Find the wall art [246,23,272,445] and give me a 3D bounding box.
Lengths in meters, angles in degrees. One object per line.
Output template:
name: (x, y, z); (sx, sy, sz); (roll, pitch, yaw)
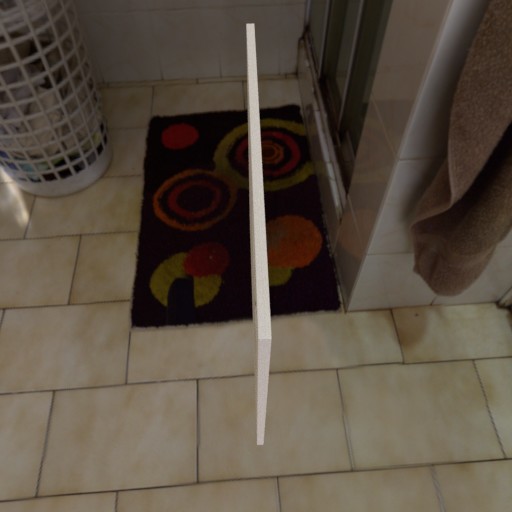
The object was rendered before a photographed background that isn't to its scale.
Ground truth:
wall art: (0.000, 0.000, 0.843); (0.015, 0.577, 0.572); (-2, 57, -1)
